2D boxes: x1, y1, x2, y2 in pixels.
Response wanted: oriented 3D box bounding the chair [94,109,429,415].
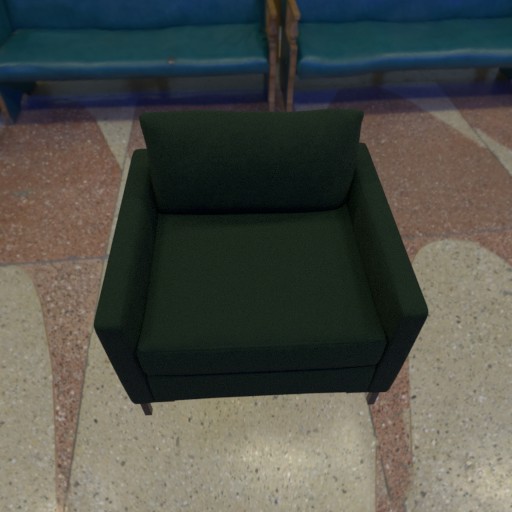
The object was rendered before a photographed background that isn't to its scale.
[{"bbox_3d":[0.000,0.000,1.632,0.963,0.861,0.866,-2,48,-2],"label":"chair"}]
